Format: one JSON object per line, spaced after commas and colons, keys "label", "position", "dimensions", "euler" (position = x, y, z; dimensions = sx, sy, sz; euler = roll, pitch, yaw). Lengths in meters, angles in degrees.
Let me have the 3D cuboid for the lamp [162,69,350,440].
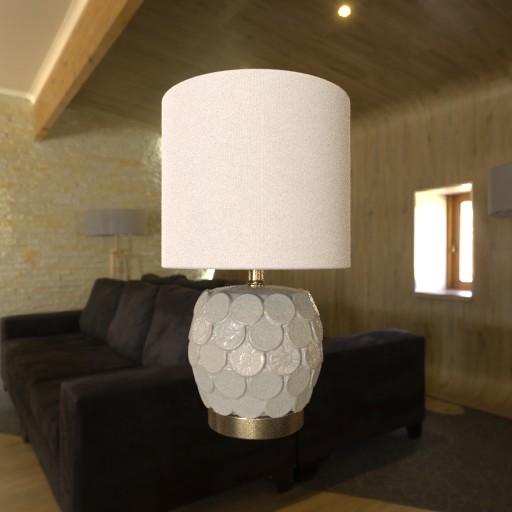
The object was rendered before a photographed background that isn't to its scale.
{"label": "lamp", "position": [0.000, 0.000, 0.610], "dimensions": [0.254, 0.452, 0.254], "euler": [0, 0, 0]}
